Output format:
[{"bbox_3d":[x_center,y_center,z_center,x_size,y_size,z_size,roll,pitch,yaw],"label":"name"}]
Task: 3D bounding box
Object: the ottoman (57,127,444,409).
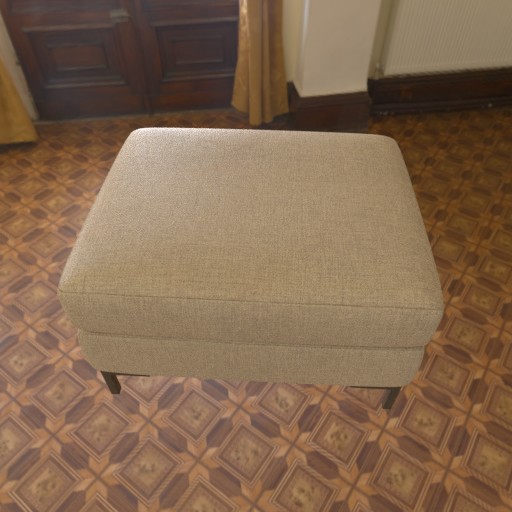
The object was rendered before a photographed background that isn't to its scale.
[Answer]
[{"bbox_3d":[0.000,0.000,1.243,0.820,0.490,0.671,2,46,2],"label":"ottoman"}]
